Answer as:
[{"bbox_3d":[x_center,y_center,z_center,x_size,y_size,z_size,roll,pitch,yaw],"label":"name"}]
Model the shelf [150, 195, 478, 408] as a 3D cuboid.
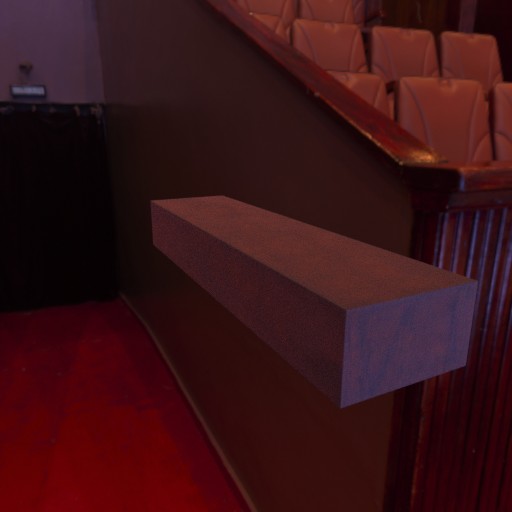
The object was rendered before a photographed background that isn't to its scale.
[{"bbox_3d":[0.000,0.000,0.648,0.152,0.088,0.607,-8,18,-26],"label":"shelf"}]
